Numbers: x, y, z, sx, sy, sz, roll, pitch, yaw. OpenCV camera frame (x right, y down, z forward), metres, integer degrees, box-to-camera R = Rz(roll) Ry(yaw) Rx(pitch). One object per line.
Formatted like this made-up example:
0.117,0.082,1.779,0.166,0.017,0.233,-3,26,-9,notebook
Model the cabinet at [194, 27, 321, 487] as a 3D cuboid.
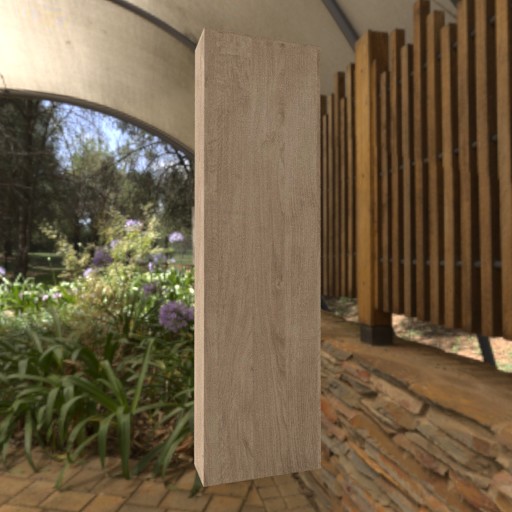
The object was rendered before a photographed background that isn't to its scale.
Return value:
0.000,0.000,1.912,0.500,1.790,0.230,0,-1,-18,cabinet
